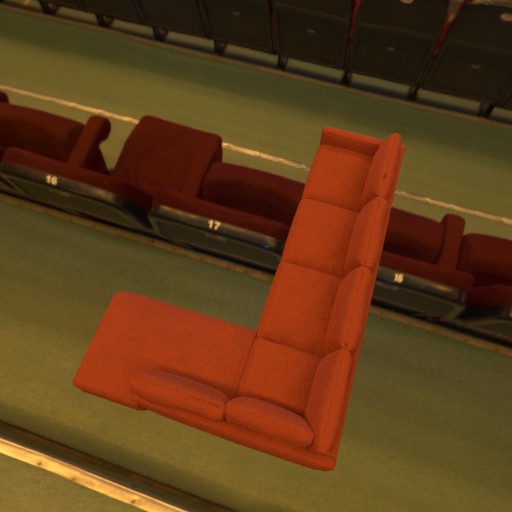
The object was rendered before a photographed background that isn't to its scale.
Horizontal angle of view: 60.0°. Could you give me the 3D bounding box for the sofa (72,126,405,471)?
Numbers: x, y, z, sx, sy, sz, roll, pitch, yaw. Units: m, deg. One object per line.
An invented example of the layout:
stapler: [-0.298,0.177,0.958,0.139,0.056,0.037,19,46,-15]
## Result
sofa: [0.000,0.000,3.565,1.879,0.757,2.736,16,64,8]
